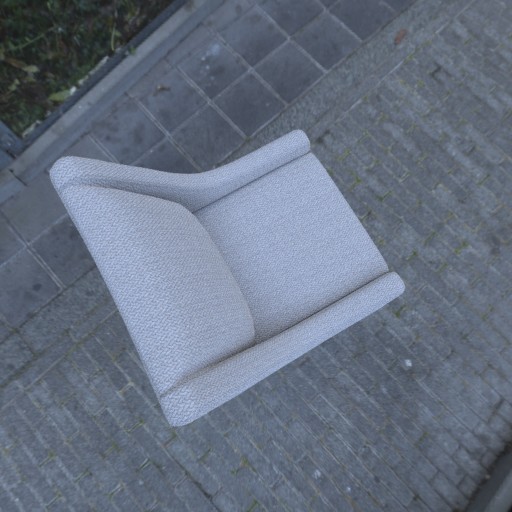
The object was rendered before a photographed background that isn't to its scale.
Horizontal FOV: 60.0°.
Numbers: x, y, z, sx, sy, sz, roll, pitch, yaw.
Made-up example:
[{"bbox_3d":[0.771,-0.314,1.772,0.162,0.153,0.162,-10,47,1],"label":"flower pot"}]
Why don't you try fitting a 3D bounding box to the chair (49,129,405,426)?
[{"bbox_3d":[0.000,0.000,1.612,0.870,1.014,0.774,-29,77,-7],"label":"chair"}]
